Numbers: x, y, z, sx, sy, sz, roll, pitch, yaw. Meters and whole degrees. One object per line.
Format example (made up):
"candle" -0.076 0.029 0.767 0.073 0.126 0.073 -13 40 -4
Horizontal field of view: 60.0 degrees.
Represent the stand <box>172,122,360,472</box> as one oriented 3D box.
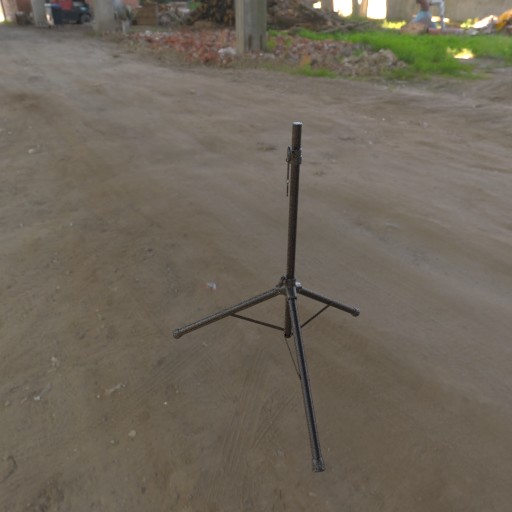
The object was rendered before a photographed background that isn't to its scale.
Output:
"stand" 0.000 0.000 1.892 0.907 1.136 1.045 10 31 17
